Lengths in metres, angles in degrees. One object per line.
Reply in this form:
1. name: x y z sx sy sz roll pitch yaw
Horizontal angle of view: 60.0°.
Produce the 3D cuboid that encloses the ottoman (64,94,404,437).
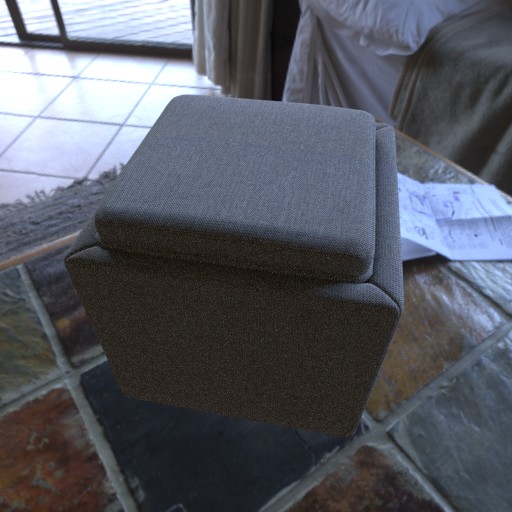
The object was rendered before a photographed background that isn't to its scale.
1. ottoman: 0.000 0.000 0.832 0.450 0.460 0.450 8 46 7
